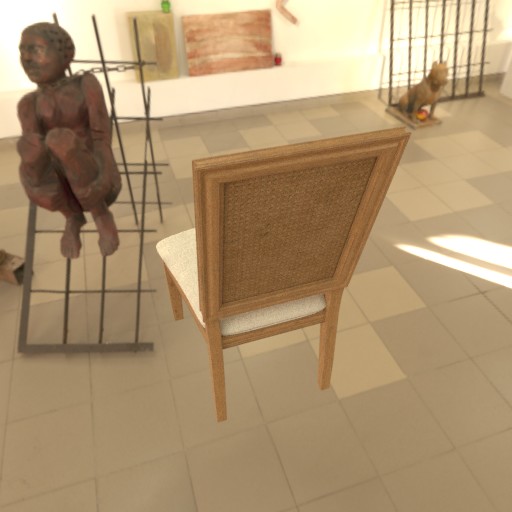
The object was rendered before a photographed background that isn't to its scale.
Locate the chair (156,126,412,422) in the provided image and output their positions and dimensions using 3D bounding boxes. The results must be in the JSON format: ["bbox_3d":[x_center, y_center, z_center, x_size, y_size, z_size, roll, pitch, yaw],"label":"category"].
[{"bbox_3d":[0.000,0.000,1.313,0.536,0.988,0.601,-12,42,-14],"label":"chair"}]
